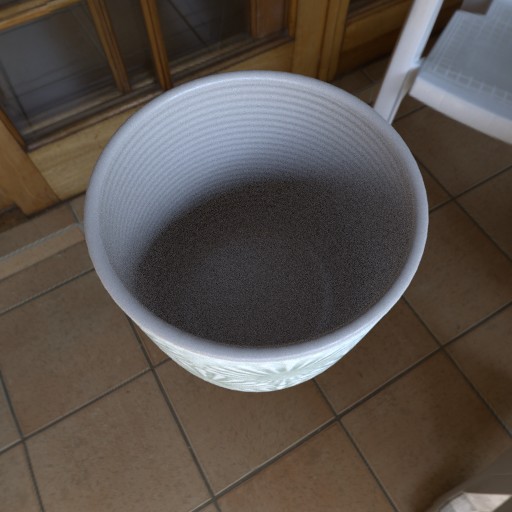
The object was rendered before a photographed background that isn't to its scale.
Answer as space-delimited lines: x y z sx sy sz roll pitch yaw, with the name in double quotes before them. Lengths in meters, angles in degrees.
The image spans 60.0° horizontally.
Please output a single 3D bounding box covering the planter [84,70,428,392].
"planter" 0.000 0.000 0.209 0.124 0.109 0.124 0 64 0
